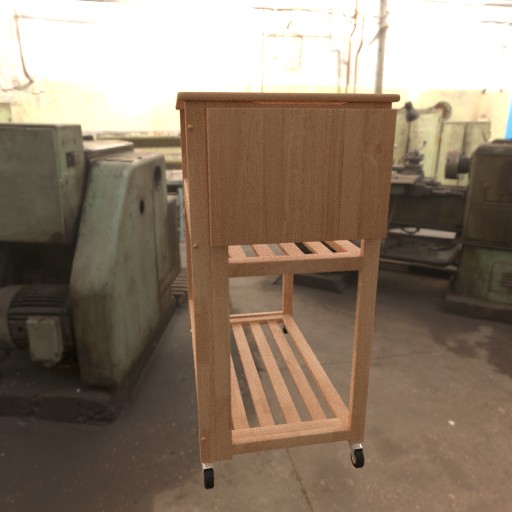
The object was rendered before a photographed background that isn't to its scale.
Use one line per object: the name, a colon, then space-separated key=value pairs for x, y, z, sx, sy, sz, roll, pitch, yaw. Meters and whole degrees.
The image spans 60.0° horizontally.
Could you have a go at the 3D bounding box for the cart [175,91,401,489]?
cart: x=0.000 y=0.000 z=1.336 sx=0.432 sy=0.879 sz=0.853 roll=-3 pitch=17 yaw=-10
